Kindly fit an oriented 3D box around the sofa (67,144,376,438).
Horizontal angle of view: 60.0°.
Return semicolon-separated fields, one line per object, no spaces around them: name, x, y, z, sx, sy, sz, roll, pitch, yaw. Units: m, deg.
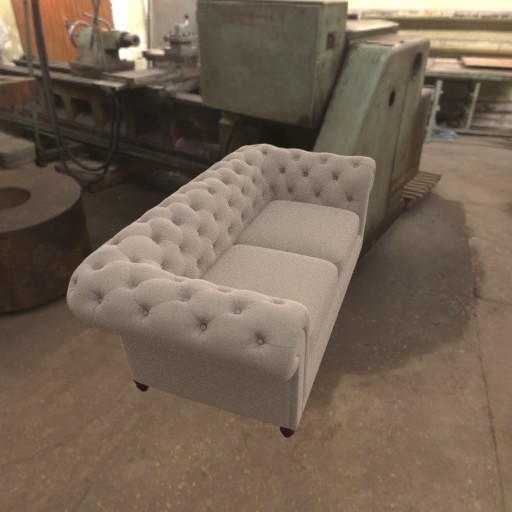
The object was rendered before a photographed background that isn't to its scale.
sofa;0.000;0.000;2.471;0.986;0.764;1.998;11;32;18
